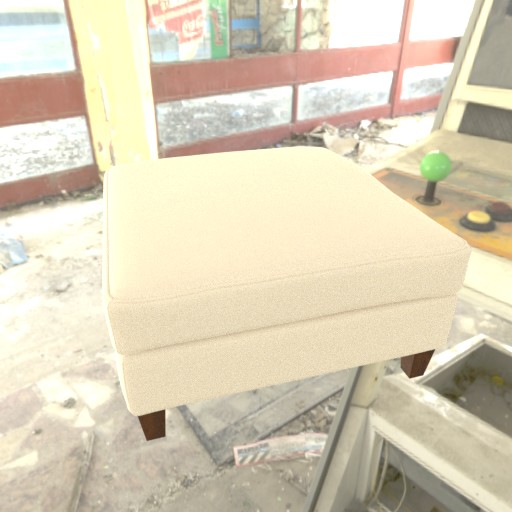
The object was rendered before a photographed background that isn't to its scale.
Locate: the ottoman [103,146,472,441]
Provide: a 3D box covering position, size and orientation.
[{"bbox_3d":[0.000,0.000,1.349,0.838,0.479,0.838,-8,31,-14],"label":"ottoman"}]
